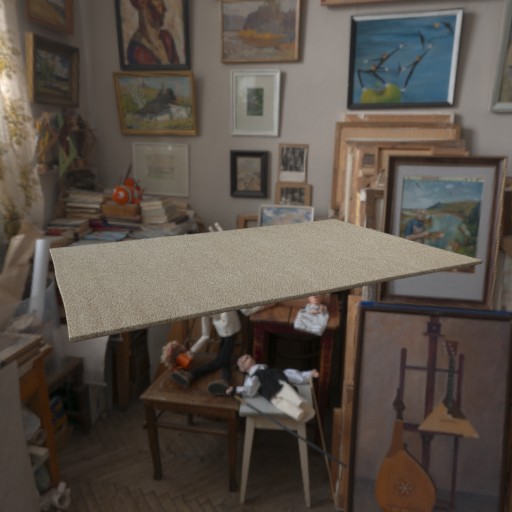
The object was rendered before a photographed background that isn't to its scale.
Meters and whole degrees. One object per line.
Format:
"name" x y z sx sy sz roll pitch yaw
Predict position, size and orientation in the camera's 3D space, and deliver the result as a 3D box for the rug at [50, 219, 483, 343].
"rug" 0.000 0.000 2.841 2.346 0.025 1.500 -8 17 -26
